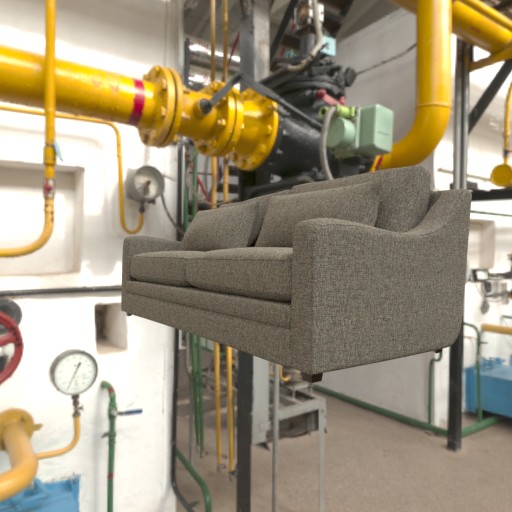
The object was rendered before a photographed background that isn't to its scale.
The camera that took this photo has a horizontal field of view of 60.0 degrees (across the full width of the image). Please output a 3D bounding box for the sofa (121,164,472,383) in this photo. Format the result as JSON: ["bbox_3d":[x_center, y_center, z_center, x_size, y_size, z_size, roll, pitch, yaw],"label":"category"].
[{"bbox_3d":[0.000,0.000,2.982,1.103,0.998,2.418,0,1,-35],"label":"sofa"}]
